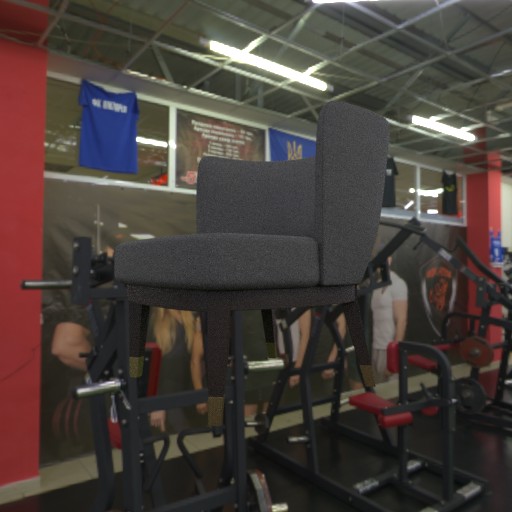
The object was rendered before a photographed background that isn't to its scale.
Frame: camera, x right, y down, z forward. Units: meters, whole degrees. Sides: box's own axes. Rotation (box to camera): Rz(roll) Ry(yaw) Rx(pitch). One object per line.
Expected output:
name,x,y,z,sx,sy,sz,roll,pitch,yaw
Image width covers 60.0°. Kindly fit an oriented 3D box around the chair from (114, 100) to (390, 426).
chair,0.000,0.000,1.243,0.698,0.695,0.639,1,-2,-34
